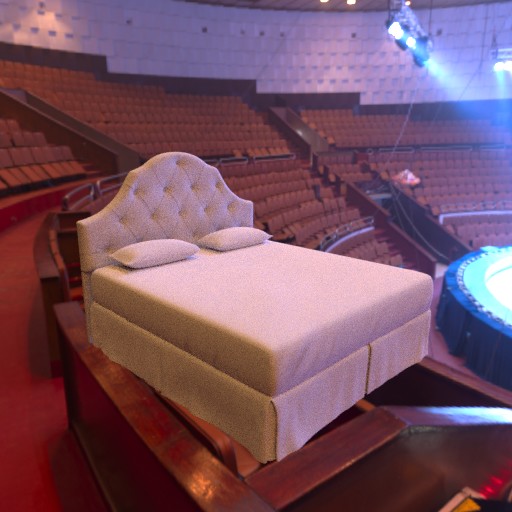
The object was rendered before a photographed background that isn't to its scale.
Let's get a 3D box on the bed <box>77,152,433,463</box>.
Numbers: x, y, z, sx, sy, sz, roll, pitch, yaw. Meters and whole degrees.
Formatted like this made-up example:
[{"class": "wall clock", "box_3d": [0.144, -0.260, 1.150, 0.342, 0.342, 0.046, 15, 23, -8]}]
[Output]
[{"class": "bed", "box_3d": [0.000, 0.000, 3.590, 2.008, 1.615, 2.214, -14, 20, -43]}]
